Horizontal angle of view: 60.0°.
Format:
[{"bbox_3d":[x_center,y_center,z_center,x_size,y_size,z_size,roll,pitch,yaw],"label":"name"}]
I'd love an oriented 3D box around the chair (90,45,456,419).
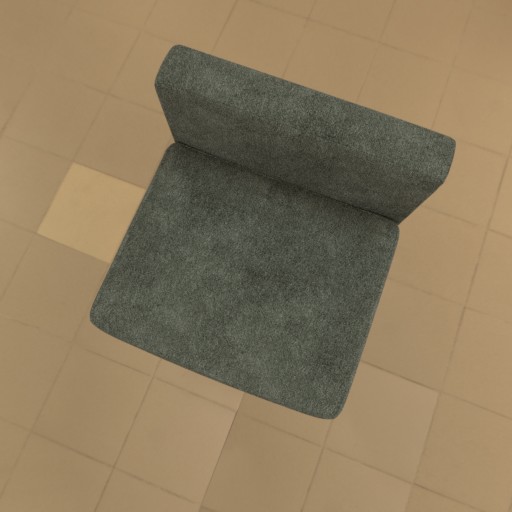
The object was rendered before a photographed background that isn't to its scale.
[{"bbox_3d":[0.000,0.000,1.207,0.680,0.660,0.680,20,78,5],"label":"chair"}]
